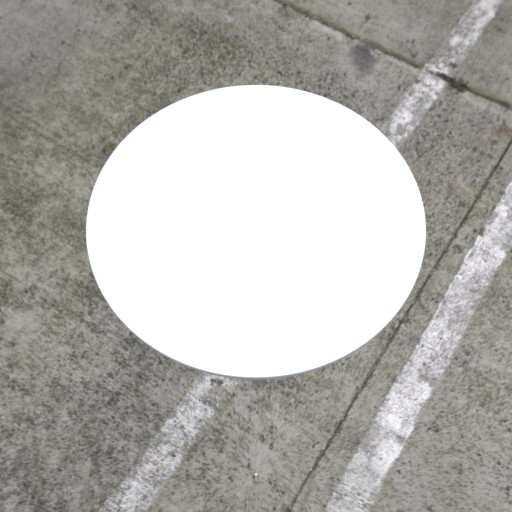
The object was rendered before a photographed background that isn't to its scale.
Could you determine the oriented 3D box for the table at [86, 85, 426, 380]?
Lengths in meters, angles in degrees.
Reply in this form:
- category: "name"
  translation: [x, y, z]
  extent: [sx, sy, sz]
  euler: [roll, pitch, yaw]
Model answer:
- category: "table"
  translation: [0.000, 0.000, 0.971]
  extent: [0.600, 0.400, 0.600]
  euler: [0, 64, 0]
